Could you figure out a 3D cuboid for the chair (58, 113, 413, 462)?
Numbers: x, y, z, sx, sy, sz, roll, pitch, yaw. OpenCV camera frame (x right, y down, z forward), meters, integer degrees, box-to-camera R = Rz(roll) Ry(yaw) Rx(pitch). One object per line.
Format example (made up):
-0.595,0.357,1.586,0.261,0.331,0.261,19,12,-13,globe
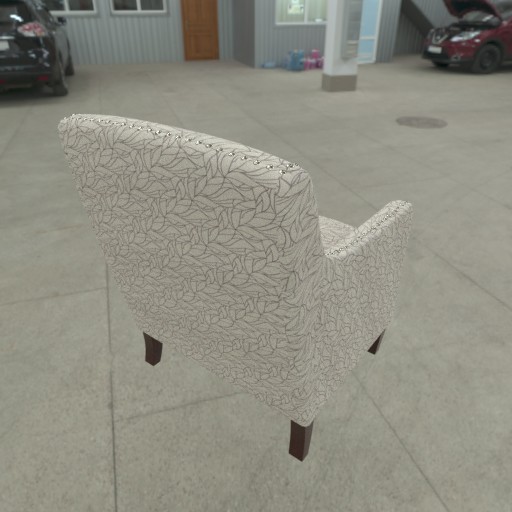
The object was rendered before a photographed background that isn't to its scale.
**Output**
0.000,0.000,1.222,0.623,0.816,0.651,21,36,32,chair
